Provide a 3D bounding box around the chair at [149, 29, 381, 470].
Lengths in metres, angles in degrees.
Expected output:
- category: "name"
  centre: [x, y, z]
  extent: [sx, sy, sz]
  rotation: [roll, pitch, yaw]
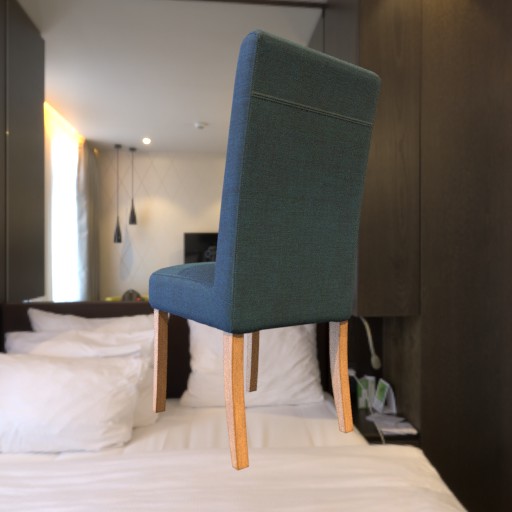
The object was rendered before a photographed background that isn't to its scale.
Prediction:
- category: "chair"
  centre: [0.000, 0.000, 1.346]
  extent: [0.450, 1.029, 0.610]
  rotation: [0, 0, -36]
